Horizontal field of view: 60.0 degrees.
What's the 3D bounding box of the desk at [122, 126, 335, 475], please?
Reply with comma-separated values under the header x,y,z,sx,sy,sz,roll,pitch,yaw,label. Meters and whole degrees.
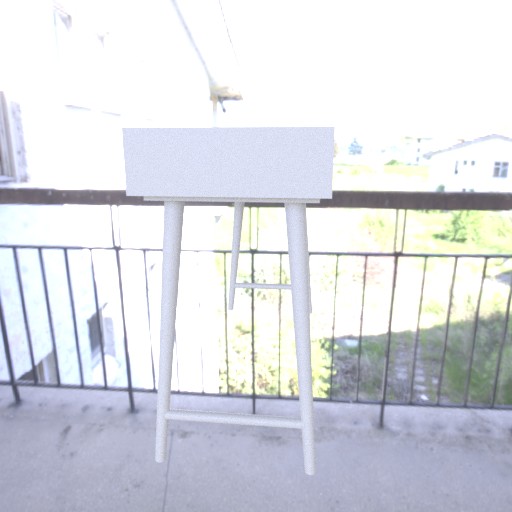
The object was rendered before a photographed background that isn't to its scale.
x,y,z,sx,sy,sz,roll,pitch,yaw,label
0.000,0.000,1.423,0.409,0.761,1.069,2,14,6,desk
